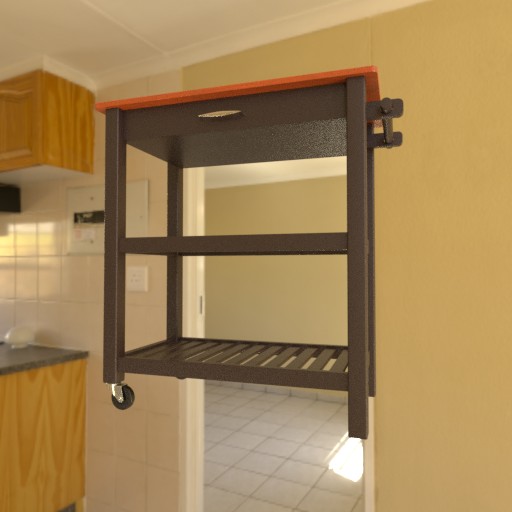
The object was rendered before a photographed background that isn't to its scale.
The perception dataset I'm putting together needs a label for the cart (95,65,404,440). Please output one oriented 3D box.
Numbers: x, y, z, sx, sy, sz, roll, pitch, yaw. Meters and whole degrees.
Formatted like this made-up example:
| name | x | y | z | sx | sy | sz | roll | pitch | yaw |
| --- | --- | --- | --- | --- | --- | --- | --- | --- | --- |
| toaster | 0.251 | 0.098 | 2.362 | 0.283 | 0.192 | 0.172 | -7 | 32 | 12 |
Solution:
| name | x | y | z | sx | sy | sz | roll | pitch | yaw |
| --- | --- | --- | --- | --- | --- | --- | --- | --- | --- |
| cart | 0.000 | 0.000 | 1.418 | 0.899 | 0.927 | 0.457 | -1 | -2 | 18 |
